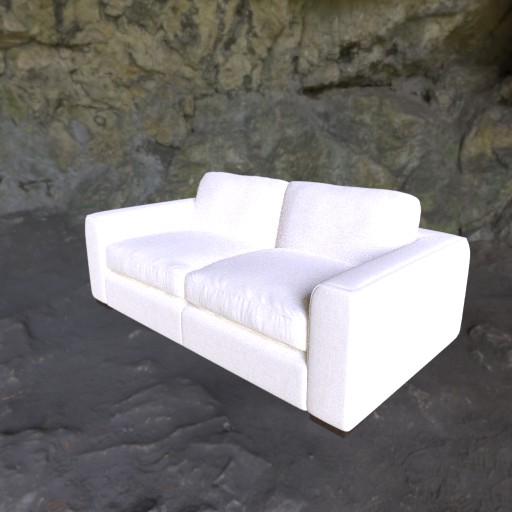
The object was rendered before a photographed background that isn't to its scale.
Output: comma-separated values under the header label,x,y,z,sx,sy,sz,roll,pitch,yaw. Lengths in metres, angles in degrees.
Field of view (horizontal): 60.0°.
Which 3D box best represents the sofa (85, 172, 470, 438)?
label,x,y,z,sx,sy,sz,roll,pitch,yaw
sofa,0.000,0.000,2.457,1.920,0.801,1.069,15,22,41
